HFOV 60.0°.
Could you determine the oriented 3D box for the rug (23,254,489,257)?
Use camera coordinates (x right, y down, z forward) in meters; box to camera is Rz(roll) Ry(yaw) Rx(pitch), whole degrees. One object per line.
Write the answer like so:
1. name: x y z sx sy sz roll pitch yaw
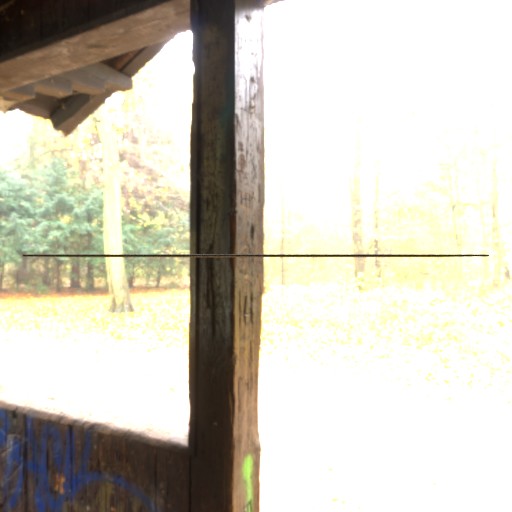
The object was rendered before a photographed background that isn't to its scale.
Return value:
1. rug: 0.000 0.000 2.693 2.448 0.012 0.769 0 0 0
